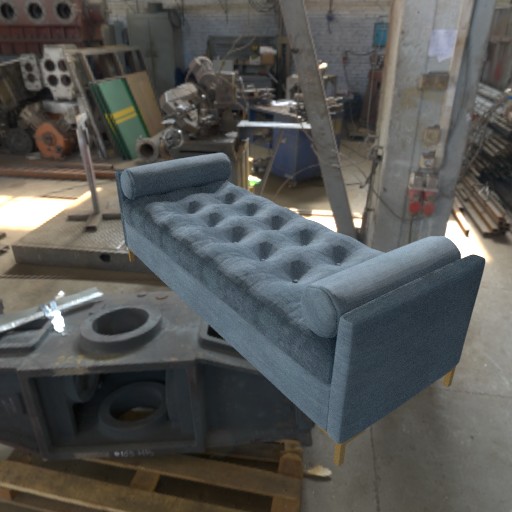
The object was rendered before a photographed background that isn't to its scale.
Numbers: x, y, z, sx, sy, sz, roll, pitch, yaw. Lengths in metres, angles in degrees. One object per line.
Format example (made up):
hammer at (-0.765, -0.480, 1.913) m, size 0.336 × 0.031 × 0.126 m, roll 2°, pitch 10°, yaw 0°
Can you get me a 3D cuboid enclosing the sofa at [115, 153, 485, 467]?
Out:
sofa at (0.000, 0.000, 2.438) m, size 0.796 × 0.705 × 2.102 m, roll -18°, pitch 32°, yaw -31°
